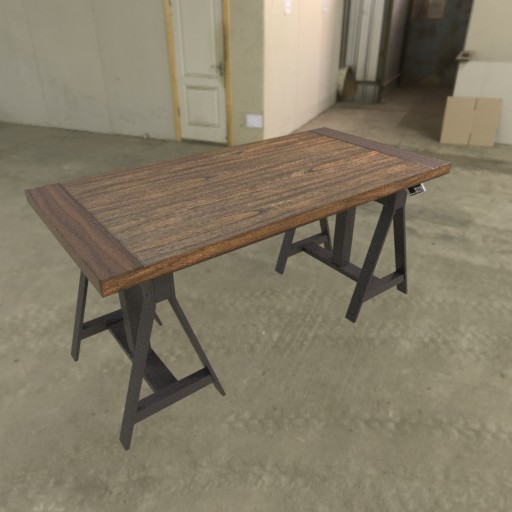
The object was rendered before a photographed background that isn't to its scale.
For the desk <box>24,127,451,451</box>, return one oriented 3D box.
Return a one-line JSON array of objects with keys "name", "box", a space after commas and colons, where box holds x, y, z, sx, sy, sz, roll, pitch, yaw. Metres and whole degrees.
[{"name": "desk", "box": [0.000, 0.000, 1.923, 1.543, 0.725, 0.784, -21, 36, -31]}]
